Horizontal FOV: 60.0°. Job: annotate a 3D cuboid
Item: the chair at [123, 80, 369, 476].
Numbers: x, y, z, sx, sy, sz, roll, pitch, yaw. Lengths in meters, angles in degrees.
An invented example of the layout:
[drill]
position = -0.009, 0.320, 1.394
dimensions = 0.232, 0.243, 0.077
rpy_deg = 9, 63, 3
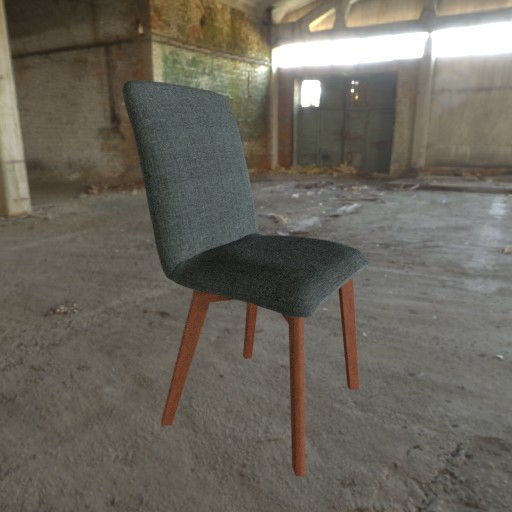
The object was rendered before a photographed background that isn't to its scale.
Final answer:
[chair]
position = 0.000, 0.000, 1.320
dimensions = 0.563, 0.974, 0.522
rpy_deg = 9, 17, 29
